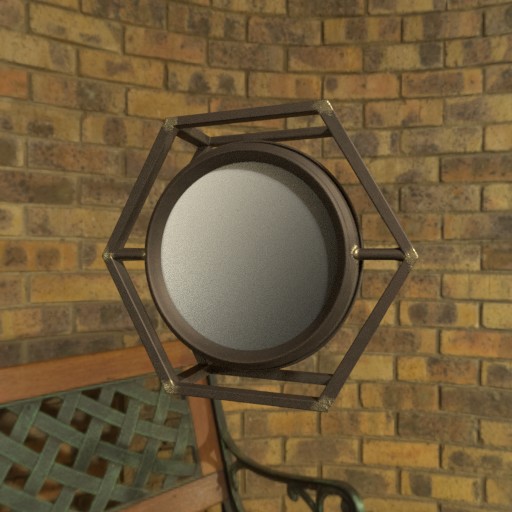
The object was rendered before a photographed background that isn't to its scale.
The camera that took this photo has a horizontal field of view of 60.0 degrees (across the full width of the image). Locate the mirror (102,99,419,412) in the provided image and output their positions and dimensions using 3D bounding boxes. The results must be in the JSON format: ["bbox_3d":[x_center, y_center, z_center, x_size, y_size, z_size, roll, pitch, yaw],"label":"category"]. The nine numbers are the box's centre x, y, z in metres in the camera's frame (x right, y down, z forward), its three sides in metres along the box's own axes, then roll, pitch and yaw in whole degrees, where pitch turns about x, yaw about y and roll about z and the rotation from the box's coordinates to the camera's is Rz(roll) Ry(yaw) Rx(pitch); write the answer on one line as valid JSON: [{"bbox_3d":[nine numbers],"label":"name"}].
[{"bbox_3d":[0.000,0.000,0.554,0.380,0.334,0.119,0,0,19],"label":"mirror"}]
